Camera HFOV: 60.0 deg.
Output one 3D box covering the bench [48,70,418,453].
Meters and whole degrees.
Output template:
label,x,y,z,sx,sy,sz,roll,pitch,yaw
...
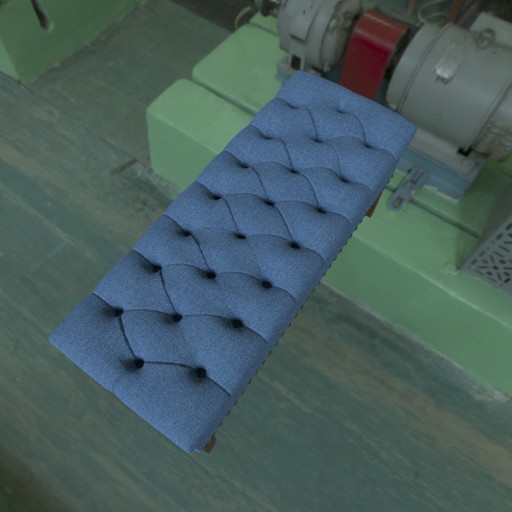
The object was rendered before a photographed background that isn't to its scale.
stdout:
label,x,y,z,sx,sy,sz,roll,pitch,yaw
bench,0.000,0.000,1.311,0.417,0.492,1.052,32,67,15
